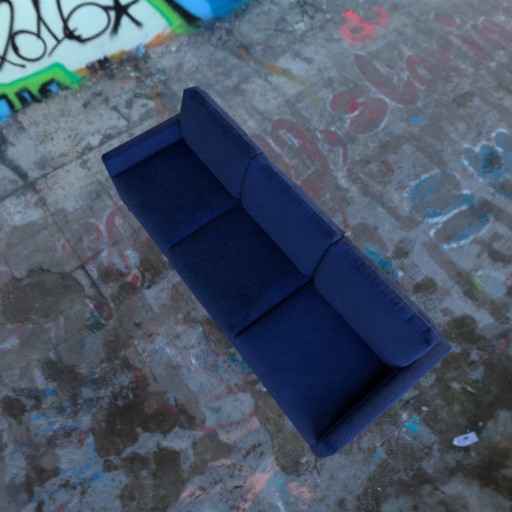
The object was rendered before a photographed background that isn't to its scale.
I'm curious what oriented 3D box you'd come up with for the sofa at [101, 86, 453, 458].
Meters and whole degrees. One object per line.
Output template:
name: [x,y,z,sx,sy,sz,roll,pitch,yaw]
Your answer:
sofa: [0.000,0.000,2.720,0.875,0.879,2.252,-35,68,-16]
